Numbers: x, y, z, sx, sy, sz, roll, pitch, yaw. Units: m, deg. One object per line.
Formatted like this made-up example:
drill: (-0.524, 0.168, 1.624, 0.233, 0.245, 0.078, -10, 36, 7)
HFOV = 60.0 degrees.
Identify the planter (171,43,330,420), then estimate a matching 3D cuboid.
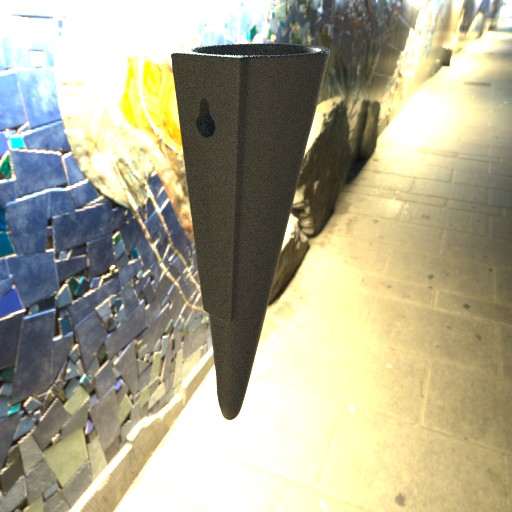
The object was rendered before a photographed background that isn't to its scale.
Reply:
planter: (0.000, 0.000, 0.225, 0.057, 0.191, 0.064, 21, 35, 32)
